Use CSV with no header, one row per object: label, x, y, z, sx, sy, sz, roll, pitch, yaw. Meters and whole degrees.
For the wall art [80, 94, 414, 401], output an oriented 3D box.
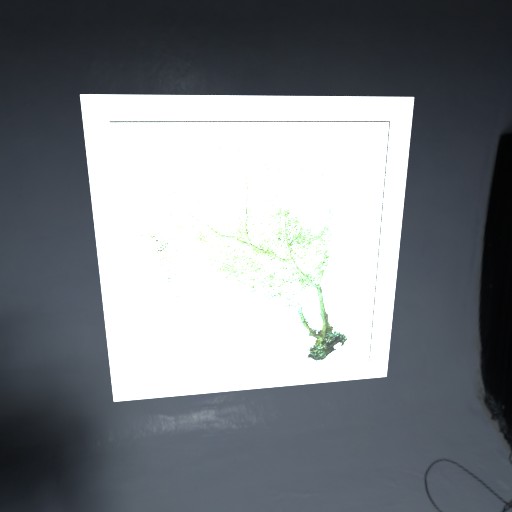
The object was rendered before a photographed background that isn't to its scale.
wall art,0.000,0.000,0.863,0.584,0.584,0.013,-3,17,-9
